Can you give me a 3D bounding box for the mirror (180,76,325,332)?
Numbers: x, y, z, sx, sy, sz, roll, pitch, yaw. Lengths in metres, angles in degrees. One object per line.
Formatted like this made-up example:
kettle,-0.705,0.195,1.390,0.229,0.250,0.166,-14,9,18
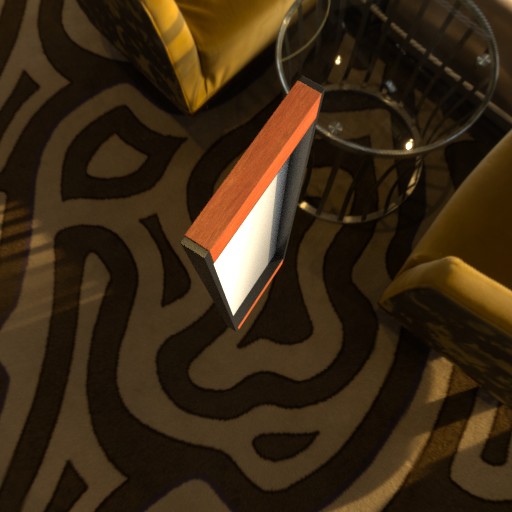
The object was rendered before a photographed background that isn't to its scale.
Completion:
mirror,0.000,0.000,1.228,0.047,1.123,0.343,32,77,8
